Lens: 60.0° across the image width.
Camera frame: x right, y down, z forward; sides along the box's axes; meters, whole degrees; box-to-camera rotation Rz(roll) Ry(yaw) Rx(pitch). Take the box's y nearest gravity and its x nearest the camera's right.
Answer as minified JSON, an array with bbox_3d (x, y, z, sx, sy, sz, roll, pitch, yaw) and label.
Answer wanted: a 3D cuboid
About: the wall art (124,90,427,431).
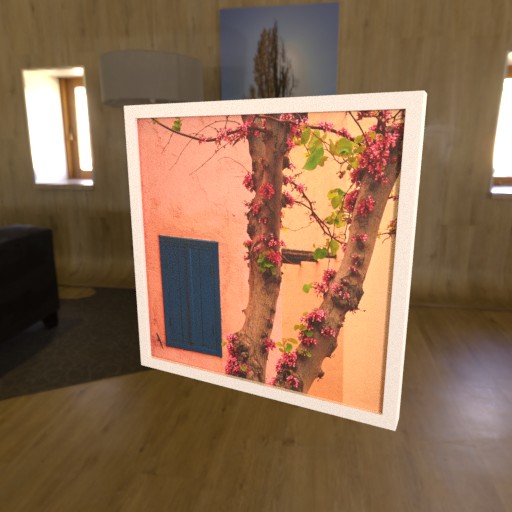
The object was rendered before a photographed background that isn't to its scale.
[{"bbox_3d":[0.000,0.000,0.764,0.507,0.508,0.038,7,15,25],"label":"wall art"}]
